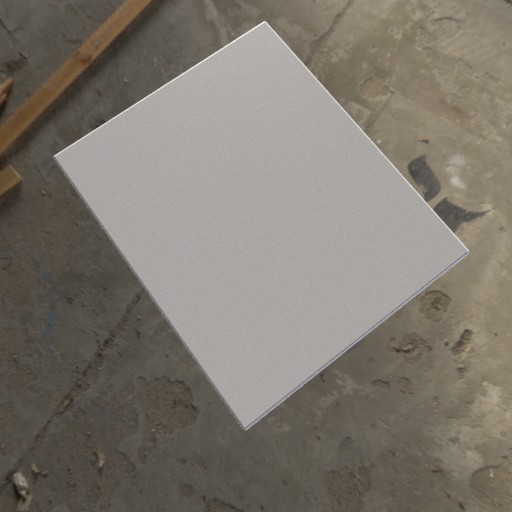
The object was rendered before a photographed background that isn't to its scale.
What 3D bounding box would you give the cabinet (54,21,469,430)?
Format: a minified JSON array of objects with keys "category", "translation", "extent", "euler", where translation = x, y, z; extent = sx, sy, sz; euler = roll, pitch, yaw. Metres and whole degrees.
[{"category":"cabinet","translation":[0.000,0.000,1.045],"extent":[0.431,0.723,0.520],"euler":[-36,79,-8]}]
